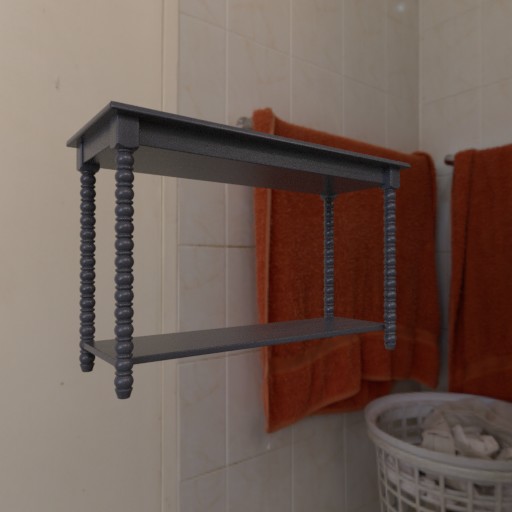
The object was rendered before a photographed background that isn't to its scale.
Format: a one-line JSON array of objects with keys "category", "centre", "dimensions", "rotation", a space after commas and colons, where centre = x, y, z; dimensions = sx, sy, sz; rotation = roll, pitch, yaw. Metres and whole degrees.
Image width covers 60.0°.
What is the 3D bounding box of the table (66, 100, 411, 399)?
[{"category": "table", "centre": [0.000, 0.000, 1.584], "dimensions": [1.184, 0.735, 0.459], "rotation": [0, -1, -36]}]
